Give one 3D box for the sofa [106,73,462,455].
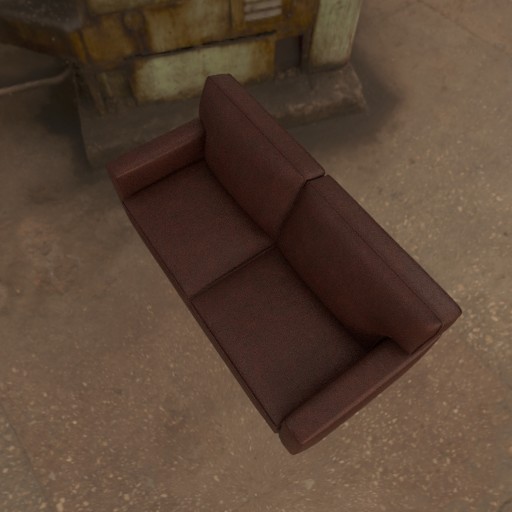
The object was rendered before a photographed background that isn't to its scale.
[{"bbox_3d":[0.000,0.000,2.432,0.912,0.928,1.876,-32,66,-16],"label":"sofa"}]
